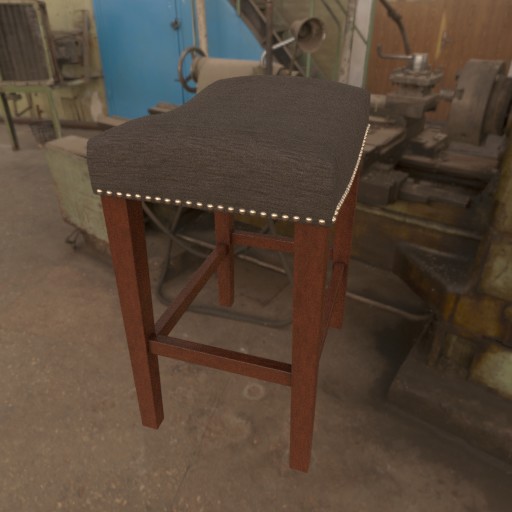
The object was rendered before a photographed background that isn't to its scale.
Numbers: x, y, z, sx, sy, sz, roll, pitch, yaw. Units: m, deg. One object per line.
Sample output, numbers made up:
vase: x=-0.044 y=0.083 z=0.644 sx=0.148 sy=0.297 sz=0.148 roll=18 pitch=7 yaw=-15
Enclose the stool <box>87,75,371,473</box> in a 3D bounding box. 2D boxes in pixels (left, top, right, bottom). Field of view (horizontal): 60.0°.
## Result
stool: x=0.000 y=0.000 z=0.939 sx=0.372 sy=0.654 sz=0.504 roll=9 pitch=32 yaw=15
